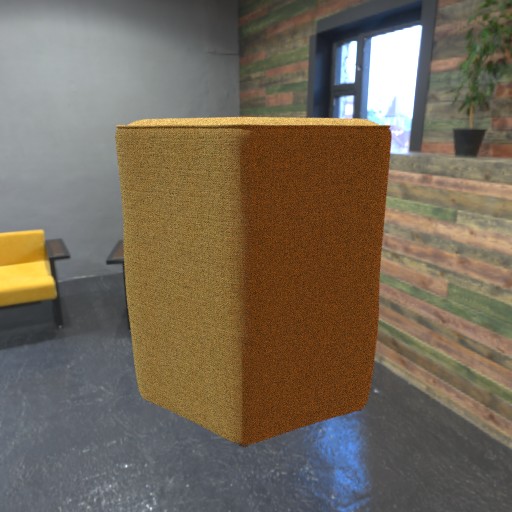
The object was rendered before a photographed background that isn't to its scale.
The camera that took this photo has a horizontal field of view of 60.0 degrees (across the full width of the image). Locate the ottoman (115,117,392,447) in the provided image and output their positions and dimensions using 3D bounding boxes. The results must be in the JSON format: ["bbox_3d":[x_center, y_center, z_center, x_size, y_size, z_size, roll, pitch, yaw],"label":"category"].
[{"bbox_3d":[0.000,0.000,0.857,0.494,0.502,0.443,-7,17,-24],"label":"ottoman"}]
